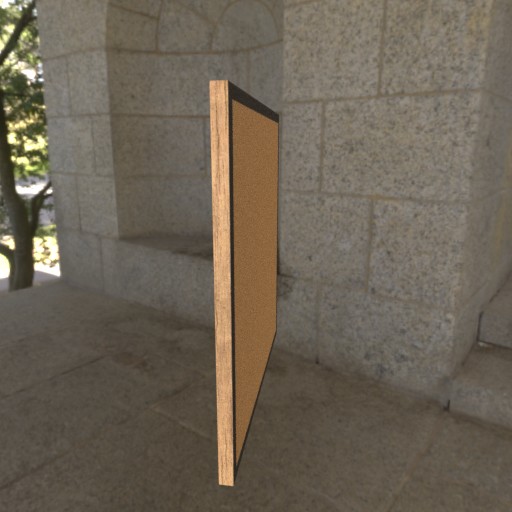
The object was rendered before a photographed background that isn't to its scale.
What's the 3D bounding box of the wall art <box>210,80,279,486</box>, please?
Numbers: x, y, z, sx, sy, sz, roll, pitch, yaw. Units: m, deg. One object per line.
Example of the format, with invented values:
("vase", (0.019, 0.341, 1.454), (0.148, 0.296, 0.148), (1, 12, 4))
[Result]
("wall art", (0.000, 0.000, 1.057), (0.029, 0.691, 0.695), (2, 14, 9))
